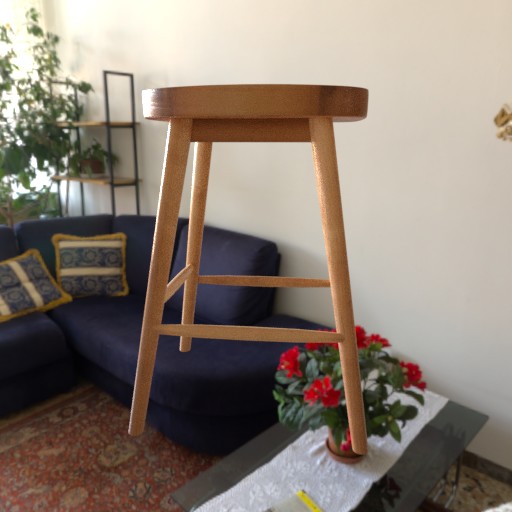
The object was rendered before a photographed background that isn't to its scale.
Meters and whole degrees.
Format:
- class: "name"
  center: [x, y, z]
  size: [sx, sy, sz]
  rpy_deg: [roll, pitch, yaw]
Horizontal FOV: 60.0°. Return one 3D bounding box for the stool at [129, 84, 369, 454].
- class: "stool"
  center: [0.000, 0.000, 0.890]
  size: [0.440, 0.615, 0.361]
  rpy_deg: [2, 15, 7]
